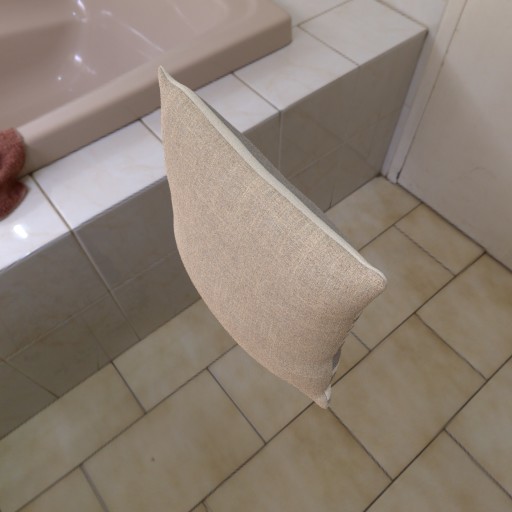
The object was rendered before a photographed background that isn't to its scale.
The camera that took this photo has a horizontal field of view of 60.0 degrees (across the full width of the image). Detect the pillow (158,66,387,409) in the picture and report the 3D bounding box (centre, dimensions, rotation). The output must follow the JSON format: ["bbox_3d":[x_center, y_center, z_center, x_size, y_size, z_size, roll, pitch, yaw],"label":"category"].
[{"bbox_3d":[0.000,0.000,0.691,0.182,0.440,0.439,-32,63,-18],"label":"pillow"}]
